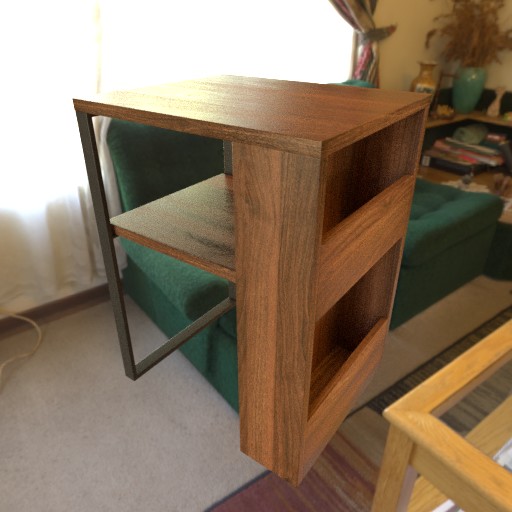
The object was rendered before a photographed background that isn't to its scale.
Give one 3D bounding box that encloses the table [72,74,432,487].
[{"bbox_3d":[0.000,0.000,1.513,0.786,1.041,0.660,20,34,31],"label":"table"}]
